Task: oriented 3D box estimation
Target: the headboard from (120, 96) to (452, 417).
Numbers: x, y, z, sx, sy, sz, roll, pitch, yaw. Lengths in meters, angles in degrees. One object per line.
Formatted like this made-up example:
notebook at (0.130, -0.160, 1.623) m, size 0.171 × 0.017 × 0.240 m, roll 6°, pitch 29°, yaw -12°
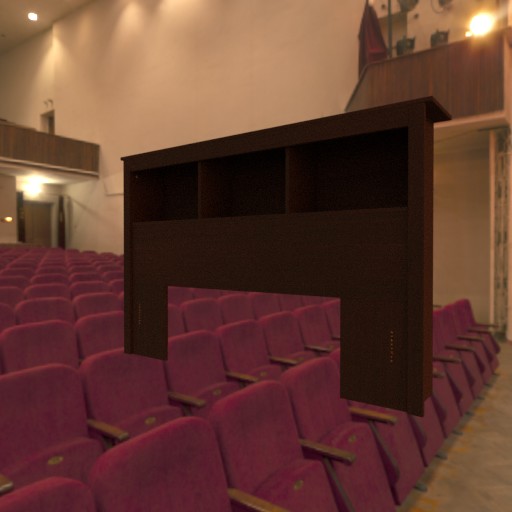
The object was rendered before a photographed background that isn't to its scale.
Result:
headboard at (0.000, 0.000, 2.100) m, size 1.671 × 1.092 × 0.279 m, roll 0°, pitch 1°, yaw 36°
